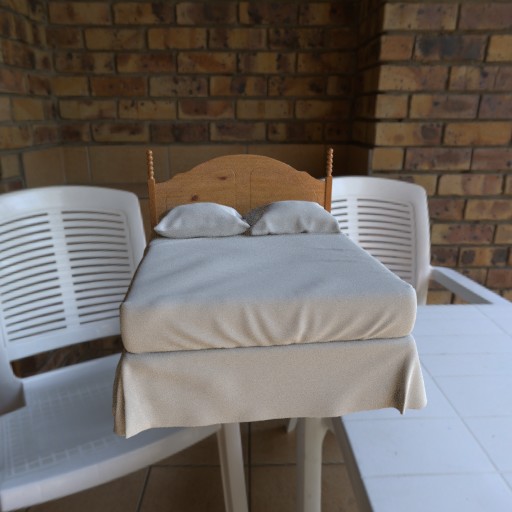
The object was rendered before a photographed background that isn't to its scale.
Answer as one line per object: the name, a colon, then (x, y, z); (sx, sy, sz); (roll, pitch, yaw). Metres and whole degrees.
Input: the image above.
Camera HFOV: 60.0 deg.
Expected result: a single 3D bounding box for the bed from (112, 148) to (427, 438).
bed: (0.000, 0.000, 3.166); (1.873, 1.356, 2.040); (-2, 18, -7)
